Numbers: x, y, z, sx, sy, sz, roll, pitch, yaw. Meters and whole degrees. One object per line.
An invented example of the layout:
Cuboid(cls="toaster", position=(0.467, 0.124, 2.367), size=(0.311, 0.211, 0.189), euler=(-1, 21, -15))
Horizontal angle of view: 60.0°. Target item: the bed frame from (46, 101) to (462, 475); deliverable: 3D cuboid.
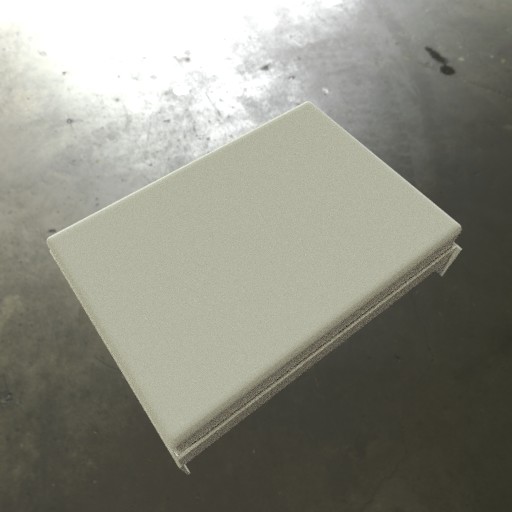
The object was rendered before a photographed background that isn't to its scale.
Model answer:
Cuboid(cls="bed frame", position=(0.000, 0.000, 2.658), size=(1.945, 0.497, 1.445), euler=(-33, 64, -18))
